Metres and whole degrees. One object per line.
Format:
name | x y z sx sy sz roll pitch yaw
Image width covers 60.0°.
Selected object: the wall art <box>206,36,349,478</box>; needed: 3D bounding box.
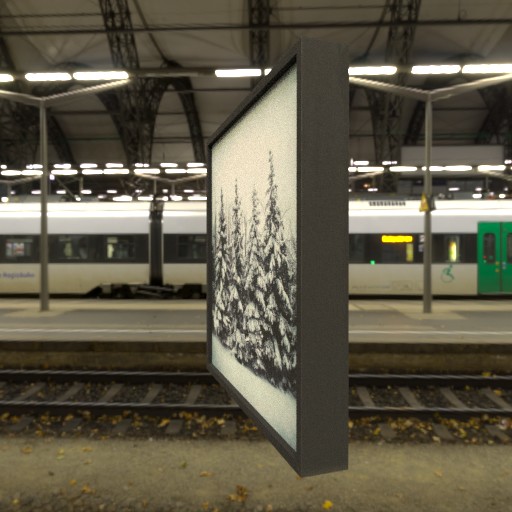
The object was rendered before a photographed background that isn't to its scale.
wall art | 0.000 0.000 0.456 0.037 0.305 0.305 0 1 -19
